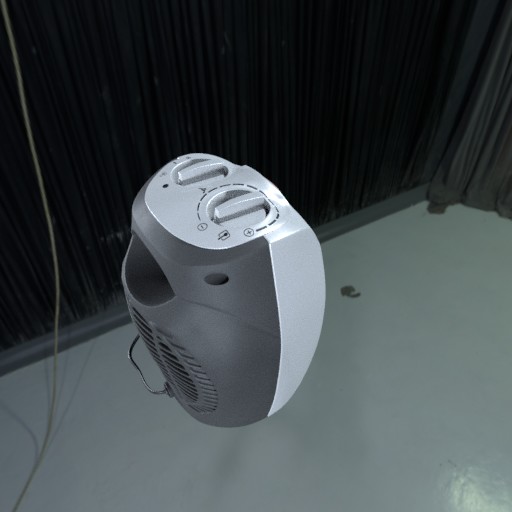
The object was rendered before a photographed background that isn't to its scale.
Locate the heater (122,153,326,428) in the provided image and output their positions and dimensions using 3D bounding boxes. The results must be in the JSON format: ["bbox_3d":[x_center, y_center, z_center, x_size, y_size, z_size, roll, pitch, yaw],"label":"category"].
[{"bbox_3d":[0.000,0.000,0.463,0.291,0.240,0.239,-23,46,-25],"label":"heater"}]
